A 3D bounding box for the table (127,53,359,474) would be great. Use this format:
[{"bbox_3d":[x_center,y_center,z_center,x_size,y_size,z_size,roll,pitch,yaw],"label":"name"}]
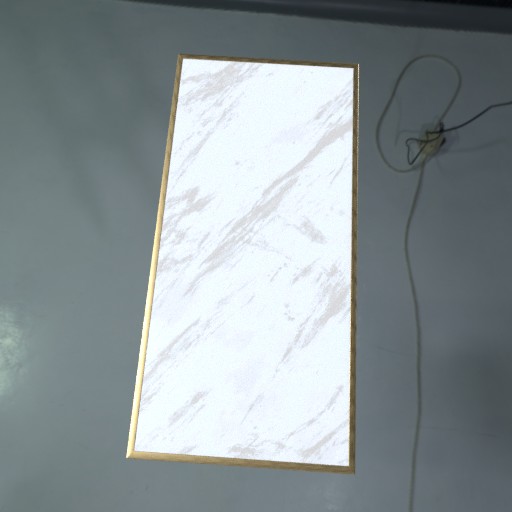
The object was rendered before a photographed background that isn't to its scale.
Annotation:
[{"bbox_3d":[0.000,0.000,1.455,0.577,0.405,1.197,4,75,1],"label":"table"}]
